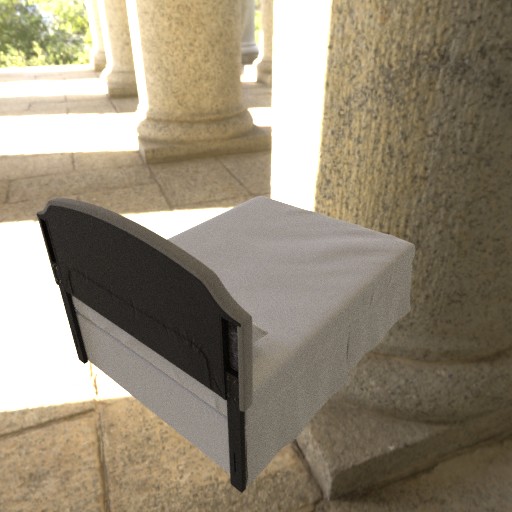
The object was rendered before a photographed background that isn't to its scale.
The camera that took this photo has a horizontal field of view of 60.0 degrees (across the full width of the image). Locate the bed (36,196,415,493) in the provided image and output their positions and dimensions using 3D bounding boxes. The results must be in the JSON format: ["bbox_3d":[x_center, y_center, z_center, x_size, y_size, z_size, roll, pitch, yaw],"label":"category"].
[{"bbox_3d":[0.000,0.000,2.922,1.558,1.270,1.999,23,37,33],"label":"bed"}]
